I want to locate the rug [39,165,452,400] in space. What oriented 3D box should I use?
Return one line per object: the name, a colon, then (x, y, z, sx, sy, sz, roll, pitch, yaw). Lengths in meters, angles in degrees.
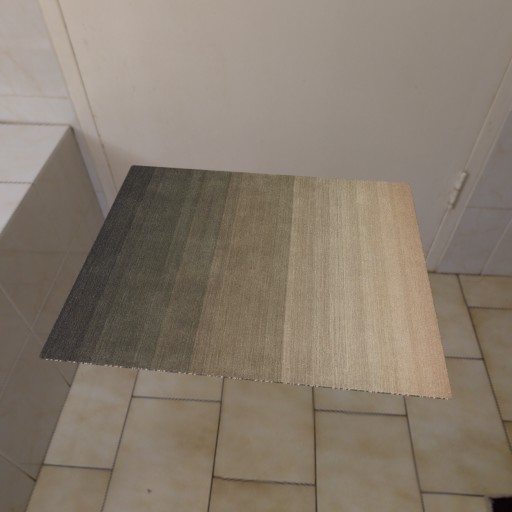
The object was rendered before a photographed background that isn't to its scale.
rug: (0.000, 0.000, 3.835, 2.902, 0.017, 2.305, 5, 48, 4)
